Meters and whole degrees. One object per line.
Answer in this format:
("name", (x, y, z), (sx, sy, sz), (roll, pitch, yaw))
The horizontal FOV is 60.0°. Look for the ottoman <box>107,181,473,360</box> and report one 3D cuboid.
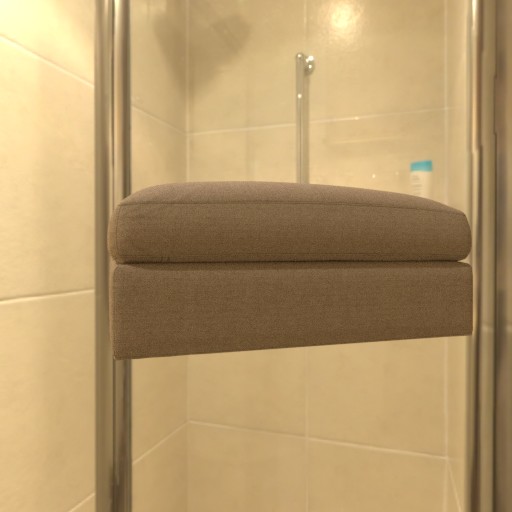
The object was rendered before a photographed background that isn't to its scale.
("ottoman", (0.000, 0.000, 1.634), (1.041, 0.470, 1.041), (0, 0, -18))
